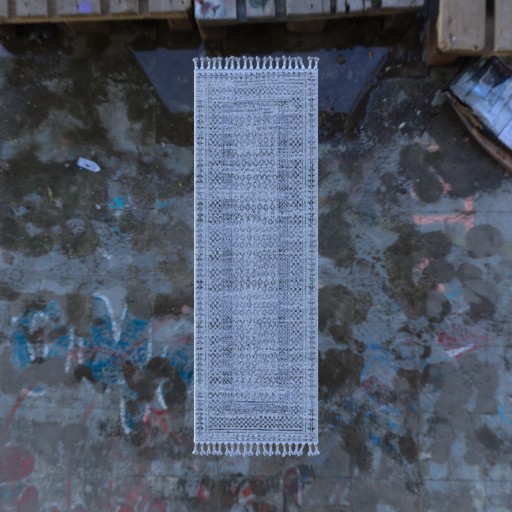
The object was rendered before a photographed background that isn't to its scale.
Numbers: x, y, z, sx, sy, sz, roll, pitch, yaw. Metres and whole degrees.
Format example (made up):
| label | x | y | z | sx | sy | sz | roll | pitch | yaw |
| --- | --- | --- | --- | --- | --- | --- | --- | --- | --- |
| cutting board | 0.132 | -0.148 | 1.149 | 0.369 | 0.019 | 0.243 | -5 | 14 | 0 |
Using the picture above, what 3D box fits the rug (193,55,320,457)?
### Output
| label | x | y | z | sx | sy | sz | roll | pitch | yaw |
| --- | --- | --- | --- | --- | --- | --- | --- | --- | --- |
| rug | 0.000 | 0.000 | 2.736 | 0.786 | 0.013 | 2.480 | 0 | 90 | 1 |
